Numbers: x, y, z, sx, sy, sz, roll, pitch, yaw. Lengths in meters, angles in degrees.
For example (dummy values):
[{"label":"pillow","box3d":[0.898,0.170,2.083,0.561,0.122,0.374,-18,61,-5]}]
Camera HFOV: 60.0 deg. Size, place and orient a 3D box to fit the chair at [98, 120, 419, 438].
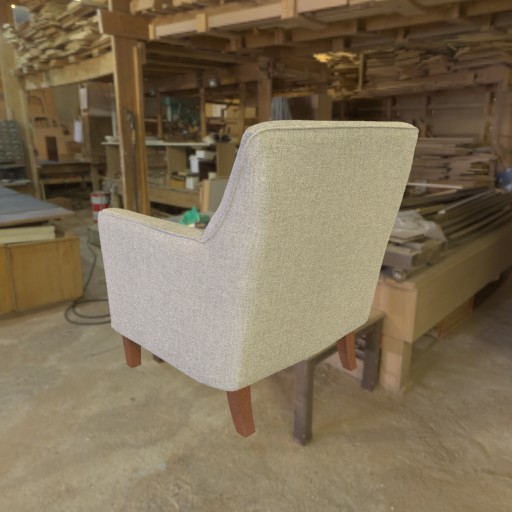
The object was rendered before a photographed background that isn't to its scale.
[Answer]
[{"label":"chair","box3d":[0.000,0.000,1.812,0.887,1.047,0.993,-15,22,-42]}]
